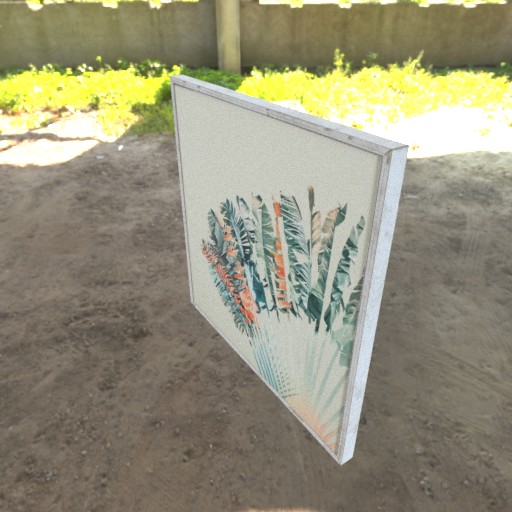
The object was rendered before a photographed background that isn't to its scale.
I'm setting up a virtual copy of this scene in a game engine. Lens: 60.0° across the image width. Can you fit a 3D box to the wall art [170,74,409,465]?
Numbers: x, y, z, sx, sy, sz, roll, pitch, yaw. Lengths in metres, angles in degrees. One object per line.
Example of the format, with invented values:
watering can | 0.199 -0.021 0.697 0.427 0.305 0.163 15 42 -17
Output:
wall art | 0.000 0.000 1.121 0.038 0.757 0.760 -20 36 -29
